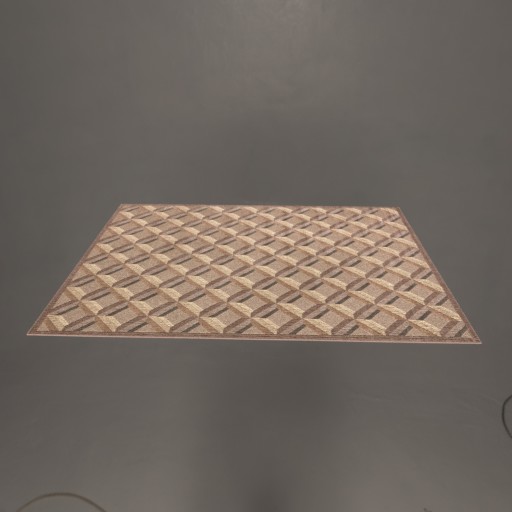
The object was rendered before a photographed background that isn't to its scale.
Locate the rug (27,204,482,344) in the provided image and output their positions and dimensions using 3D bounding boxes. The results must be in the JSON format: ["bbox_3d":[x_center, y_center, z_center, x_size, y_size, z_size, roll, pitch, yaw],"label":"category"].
[{"bbox_3d":[0.000,0.000,4.224,3.294,0.018,2.382,1,30,1],"label":"rug"}]
